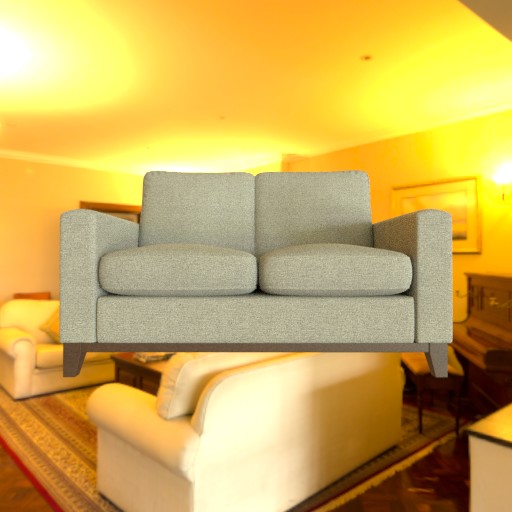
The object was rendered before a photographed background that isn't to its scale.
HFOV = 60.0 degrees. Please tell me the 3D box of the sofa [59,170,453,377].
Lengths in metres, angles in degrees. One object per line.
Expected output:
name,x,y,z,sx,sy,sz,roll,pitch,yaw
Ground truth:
sofa,0.000,0.000,2.008,1.420,0.873,0.917,0,0,0
